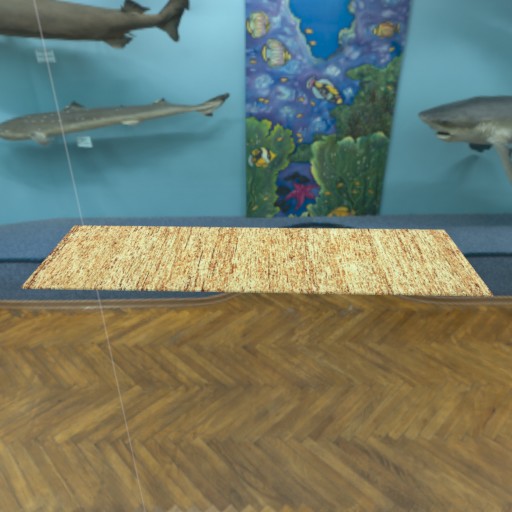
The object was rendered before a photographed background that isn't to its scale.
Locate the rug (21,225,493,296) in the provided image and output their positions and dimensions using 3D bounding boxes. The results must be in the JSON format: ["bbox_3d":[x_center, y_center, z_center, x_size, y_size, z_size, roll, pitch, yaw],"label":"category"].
[{"bbox_3d":[0.000,0.000,2.389,2.237,0.014,0.680,1,30,1],"label":"rug"}]
